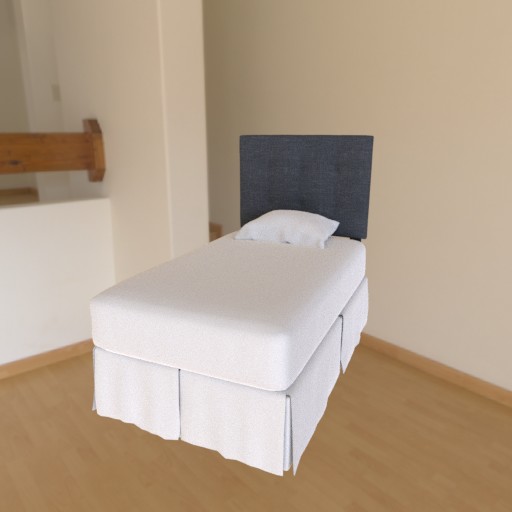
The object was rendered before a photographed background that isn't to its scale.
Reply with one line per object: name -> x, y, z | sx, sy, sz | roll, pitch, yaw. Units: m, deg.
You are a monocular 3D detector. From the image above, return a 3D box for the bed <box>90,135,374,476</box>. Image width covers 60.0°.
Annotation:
bed -> 0.000, 0.000, 2.997 | 1.261, 1.571, 1.997 | 7, 17, 23
